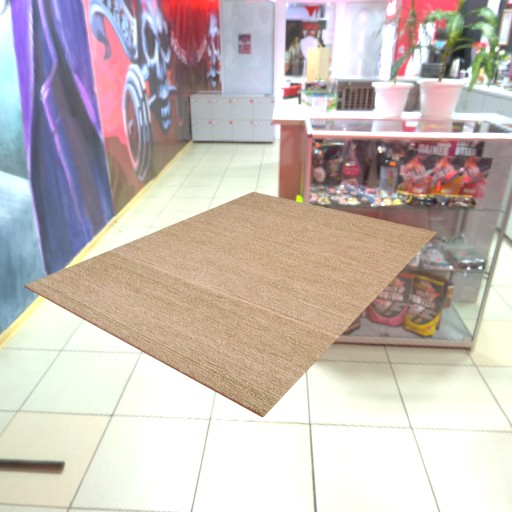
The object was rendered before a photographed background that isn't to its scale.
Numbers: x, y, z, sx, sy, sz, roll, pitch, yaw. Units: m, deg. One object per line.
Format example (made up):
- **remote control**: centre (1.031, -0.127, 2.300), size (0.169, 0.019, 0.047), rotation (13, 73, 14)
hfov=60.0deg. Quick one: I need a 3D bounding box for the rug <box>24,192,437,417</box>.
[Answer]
- **rug**: centre (0.000, 0.000, 4.184), size (2.425, 0.016, 3.198), rotation (17, 31, 32)
